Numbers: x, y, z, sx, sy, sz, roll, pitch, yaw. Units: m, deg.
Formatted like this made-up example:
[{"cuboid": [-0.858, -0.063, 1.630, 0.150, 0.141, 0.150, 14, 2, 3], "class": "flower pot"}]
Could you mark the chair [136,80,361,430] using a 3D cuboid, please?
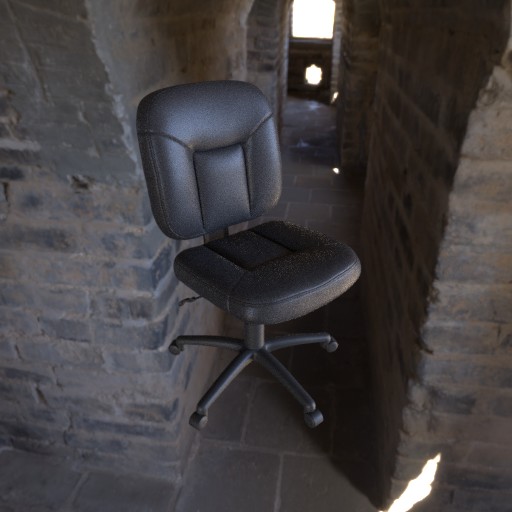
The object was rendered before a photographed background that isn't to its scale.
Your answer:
[{"cuboid": [0.000, 0.000, 1.383, 0.647, 0.959, 0.646, -21, 36, -32], "class": "chair"}]
